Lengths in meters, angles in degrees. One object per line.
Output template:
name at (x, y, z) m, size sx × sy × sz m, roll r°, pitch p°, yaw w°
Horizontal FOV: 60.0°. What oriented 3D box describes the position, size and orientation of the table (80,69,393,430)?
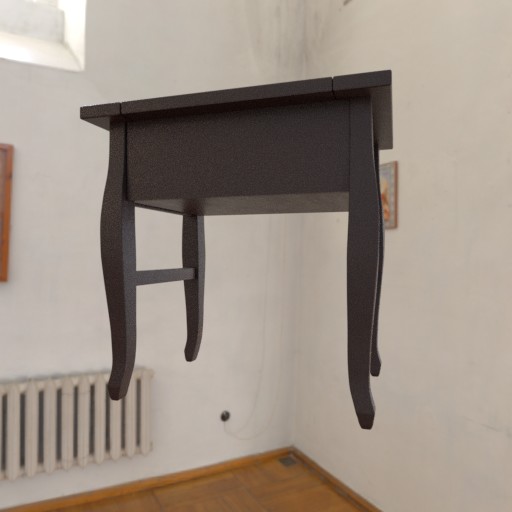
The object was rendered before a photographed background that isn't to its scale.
table at (0.000, 0.000, 1.023) m, size 0.602 × 0.605 × 0.460 m, roll 0°, pitch 0°, yaw 17°
